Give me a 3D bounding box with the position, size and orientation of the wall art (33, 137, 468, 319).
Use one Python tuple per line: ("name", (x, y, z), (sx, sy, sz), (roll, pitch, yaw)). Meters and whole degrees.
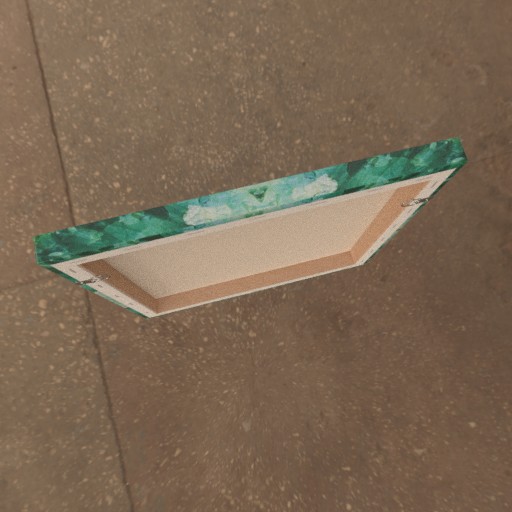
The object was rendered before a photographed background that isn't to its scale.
("wall art", (0.000, 0.000, 0.750), (0.507, 0.508, 0.038), (-14, 76, -4))
